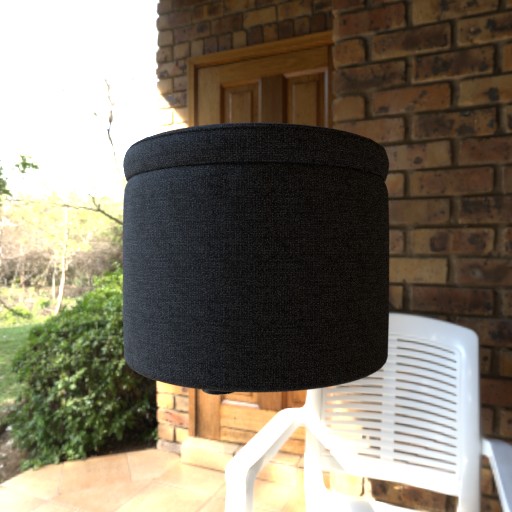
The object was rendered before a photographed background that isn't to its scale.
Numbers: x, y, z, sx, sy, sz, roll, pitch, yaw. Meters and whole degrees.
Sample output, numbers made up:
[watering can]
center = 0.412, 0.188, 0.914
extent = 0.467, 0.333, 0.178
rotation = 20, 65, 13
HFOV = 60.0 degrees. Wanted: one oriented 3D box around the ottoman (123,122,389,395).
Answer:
[ottoman]
center = 0.000, 0.000, 0.902
extent = 0.520, 0.430, 0.520
rotation = 0, 1, 0
